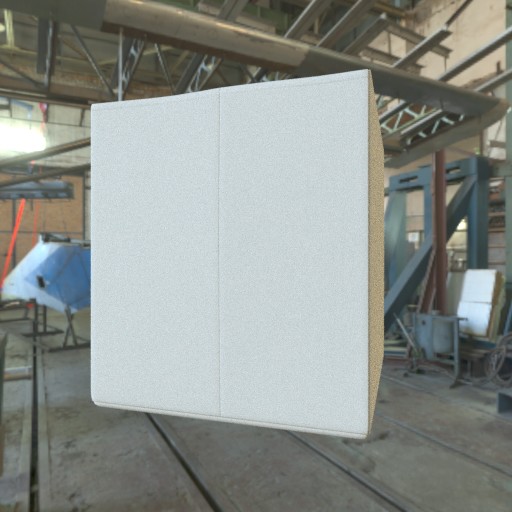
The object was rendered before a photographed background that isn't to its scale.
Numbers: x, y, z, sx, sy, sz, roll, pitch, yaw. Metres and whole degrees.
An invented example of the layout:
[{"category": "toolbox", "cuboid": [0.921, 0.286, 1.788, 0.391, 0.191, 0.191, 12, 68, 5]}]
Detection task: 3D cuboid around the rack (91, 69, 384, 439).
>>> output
[{"category": "rack", "cuboid": [0.000, 0.000, 0.497, 0.270, 0.280, 0.270, 0, 0, 18]}]
